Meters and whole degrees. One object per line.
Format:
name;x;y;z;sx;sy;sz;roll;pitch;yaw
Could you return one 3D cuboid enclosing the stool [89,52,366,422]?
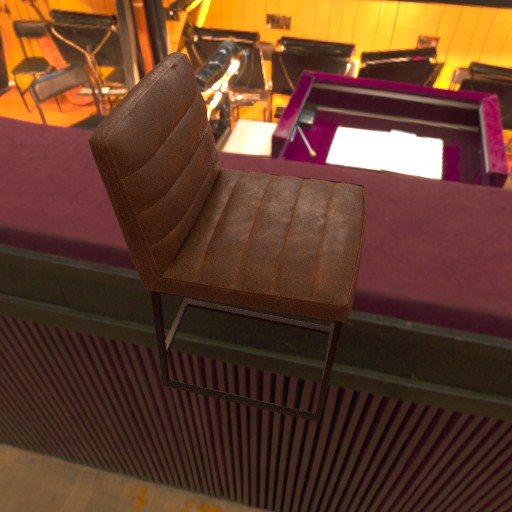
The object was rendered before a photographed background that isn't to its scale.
stool;0.000;0.000;1.255;0.562;0.942;0.463;10;46;10
